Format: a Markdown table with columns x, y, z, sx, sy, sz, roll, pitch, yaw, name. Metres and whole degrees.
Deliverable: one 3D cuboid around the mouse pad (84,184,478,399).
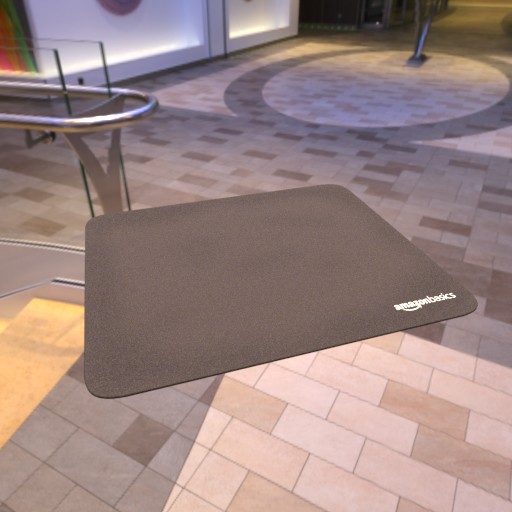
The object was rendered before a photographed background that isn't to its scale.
| x | y | z | sx | sy | sz | roll | pitch | yaw | name |
| --- | --- | --- | --- | --- | --- | --- | --- | --- | --- |
| 0.000 | 0.000 | 0.429 | 0.315 | 0.002 | 0.269 | -10 | 34 | -15 | mouse pad |
